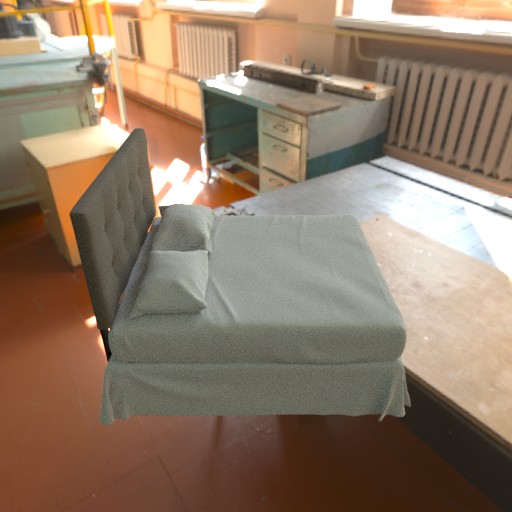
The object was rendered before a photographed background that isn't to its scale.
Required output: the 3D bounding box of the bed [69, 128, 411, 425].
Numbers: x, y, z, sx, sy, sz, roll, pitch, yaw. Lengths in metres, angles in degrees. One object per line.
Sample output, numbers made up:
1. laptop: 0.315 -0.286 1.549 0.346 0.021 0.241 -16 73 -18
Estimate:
1. bed: 0.000 0.000 3.500 2.222 1.577 1.936 0 32 0
